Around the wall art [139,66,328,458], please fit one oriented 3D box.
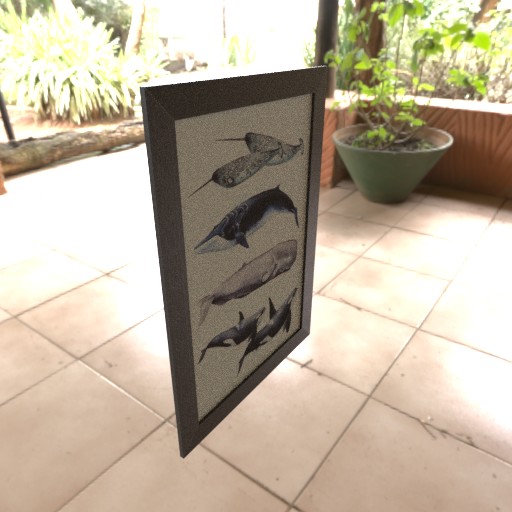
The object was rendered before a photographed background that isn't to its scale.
[{"bbox_3d":[0.000,0.000,1.464,0.016,1.116,0.810,18,32,32],"label":"wall art"}]
